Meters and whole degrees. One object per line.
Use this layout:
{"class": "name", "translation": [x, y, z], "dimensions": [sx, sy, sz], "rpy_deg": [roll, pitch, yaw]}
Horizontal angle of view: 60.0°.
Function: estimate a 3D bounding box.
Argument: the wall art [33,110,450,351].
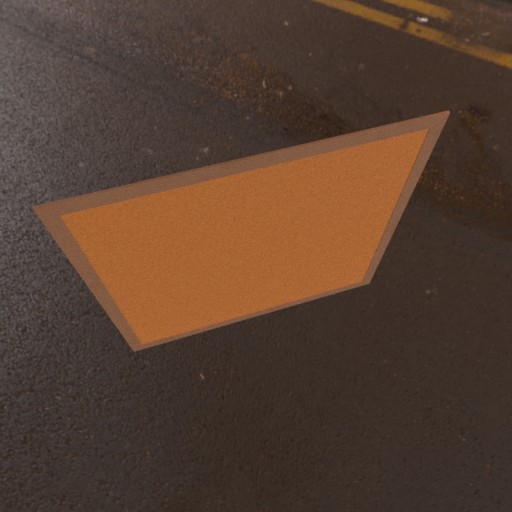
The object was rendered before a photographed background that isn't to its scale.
{"class": "wall art", "translation": [0.000, 0.000, 1.653], "dimensions": [1.168, 1.067, 0.025], "rpy_deg": [-15, 60, -9]}
